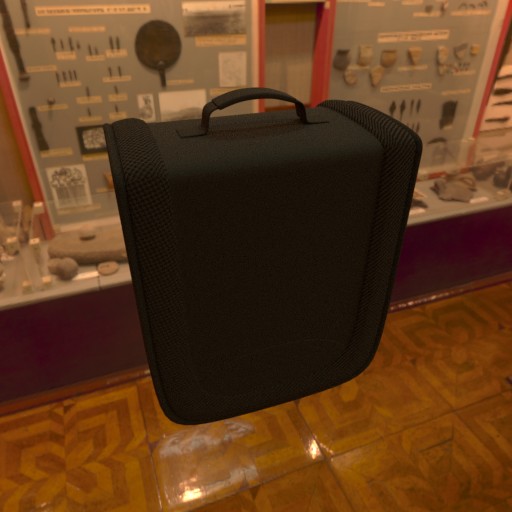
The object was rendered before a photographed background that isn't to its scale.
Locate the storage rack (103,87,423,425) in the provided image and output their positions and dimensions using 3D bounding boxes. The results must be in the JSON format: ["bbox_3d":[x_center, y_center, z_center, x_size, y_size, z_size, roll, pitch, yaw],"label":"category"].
[{"bbox_3d":[0.000,0.000,0.542,0.297,0.387,0.168,-11,35,-16],"label":"storage rack"}]
